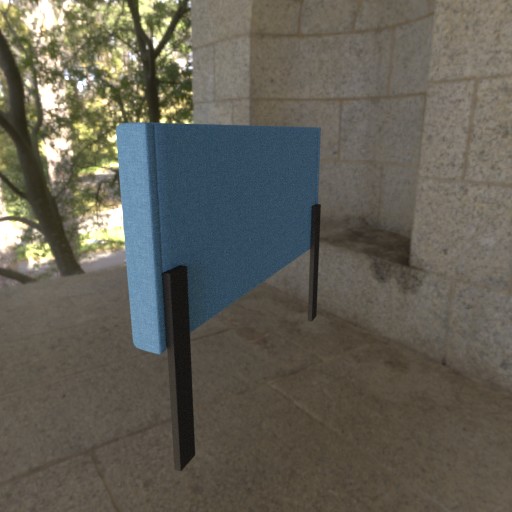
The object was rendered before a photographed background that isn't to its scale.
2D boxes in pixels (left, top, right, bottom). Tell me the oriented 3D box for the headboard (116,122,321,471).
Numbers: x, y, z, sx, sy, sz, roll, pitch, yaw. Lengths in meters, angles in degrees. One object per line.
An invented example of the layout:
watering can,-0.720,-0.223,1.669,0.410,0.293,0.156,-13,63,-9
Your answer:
headboard,0.000,0.000,2.702,0.184,1.524,2.051,7,17,25
